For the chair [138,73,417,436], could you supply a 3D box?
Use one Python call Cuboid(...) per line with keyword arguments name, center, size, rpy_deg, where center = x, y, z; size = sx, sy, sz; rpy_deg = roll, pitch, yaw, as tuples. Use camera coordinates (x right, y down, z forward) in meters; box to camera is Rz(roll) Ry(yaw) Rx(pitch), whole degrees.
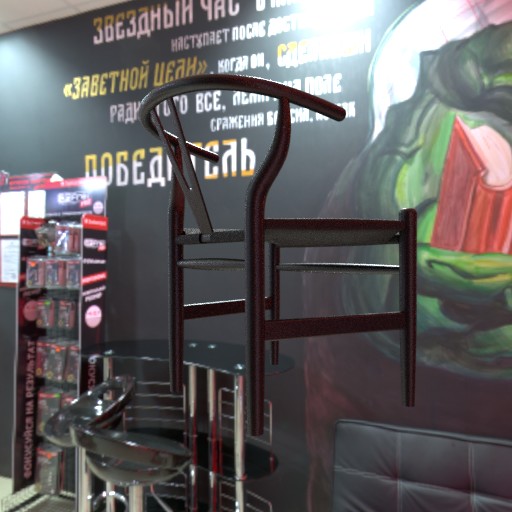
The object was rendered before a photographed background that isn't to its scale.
Cuboid(name="chair", center=(0.000, 0.000, 1.139), size=(0.579, 0.730, 0.569), rpy_deg=(0, 0, -36))
